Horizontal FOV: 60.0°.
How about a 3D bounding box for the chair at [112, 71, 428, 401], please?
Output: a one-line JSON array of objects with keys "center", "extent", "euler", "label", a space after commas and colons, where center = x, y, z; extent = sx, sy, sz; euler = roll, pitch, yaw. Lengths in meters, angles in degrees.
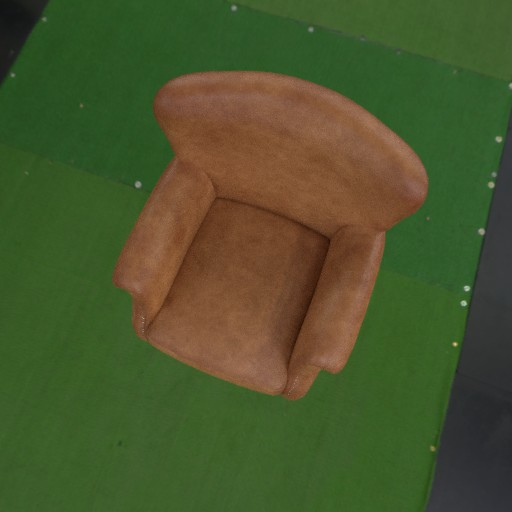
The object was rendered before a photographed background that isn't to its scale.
[{"center": [0.000, 0.000, 1.652], "extent": [0.861, 0.936, 0.921], "euler": [21, 76, 5], "label": "chair"}]
